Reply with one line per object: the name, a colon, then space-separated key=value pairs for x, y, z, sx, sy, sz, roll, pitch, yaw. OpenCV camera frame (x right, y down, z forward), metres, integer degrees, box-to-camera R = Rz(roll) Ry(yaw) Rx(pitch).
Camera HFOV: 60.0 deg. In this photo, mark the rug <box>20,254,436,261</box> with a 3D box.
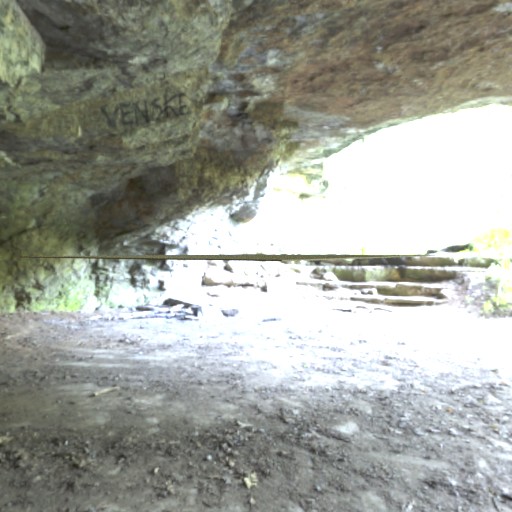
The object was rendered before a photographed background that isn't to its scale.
rug: x=0.000 y=0.000 z=4.063 sx=2.444 sy=0.012 sz=3.048 roll=0 pitch=1 yaw=35
